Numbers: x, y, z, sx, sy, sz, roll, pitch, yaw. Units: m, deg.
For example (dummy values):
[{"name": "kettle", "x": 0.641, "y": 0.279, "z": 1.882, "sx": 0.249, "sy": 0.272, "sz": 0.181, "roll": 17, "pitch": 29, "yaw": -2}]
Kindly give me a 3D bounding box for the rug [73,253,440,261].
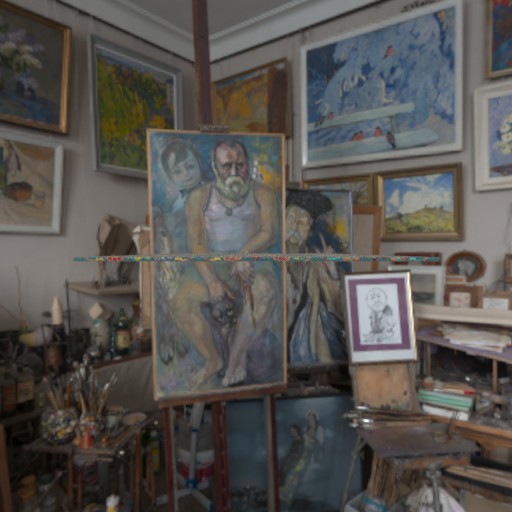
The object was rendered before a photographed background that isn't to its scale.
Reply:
[{"name": "rug", "x": 0.000, "y": 0.000, "z": 2.378, "sx": 1.216, "sy": 0.014, "sz": 1.836, "roll": 0, "pitch": 1, "yaw": 0}]
